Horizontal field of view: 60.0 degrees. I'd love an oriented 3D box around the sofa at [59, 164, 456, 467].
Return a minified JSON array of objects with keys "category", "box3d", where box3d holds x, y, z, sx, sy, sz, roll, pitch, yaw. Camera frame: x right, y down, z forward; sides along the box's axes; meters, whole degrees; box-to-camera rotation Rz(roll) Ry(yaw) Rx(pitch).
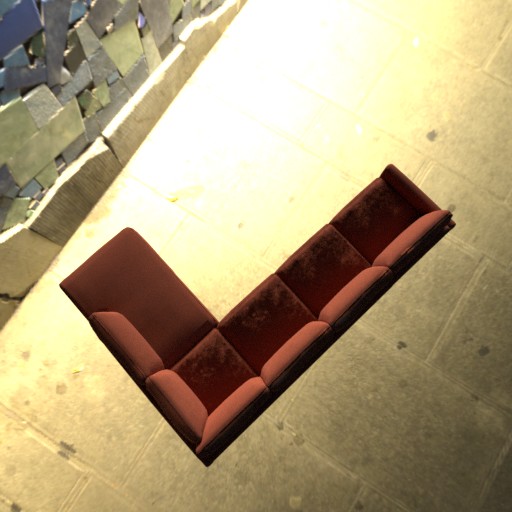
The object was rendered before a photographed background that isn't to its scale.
[{"category":"sofa","box3d":[0.000,0.000,3.687,2.736,0.757,1.879,-42,80,-9]}]
